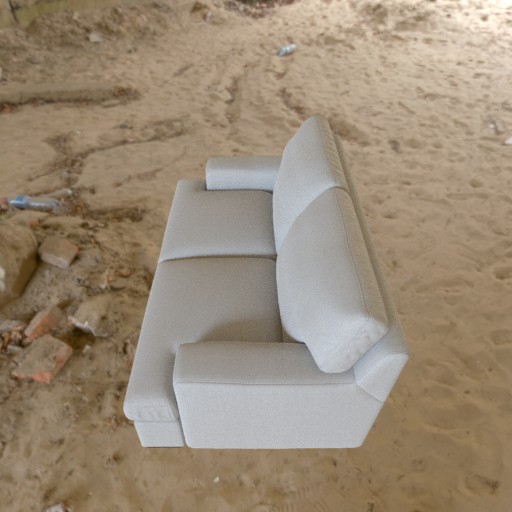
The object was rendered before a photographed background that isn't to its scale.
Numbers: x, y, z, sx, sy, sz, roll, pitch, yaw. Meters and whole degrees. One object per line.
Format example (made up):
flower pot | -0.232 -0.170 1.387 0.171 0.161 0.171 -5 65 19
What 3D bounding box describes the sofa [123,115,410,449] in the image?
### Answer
sofa | 0.000 0.000 2.491 1.143 0.940 1.880 0 41 0
